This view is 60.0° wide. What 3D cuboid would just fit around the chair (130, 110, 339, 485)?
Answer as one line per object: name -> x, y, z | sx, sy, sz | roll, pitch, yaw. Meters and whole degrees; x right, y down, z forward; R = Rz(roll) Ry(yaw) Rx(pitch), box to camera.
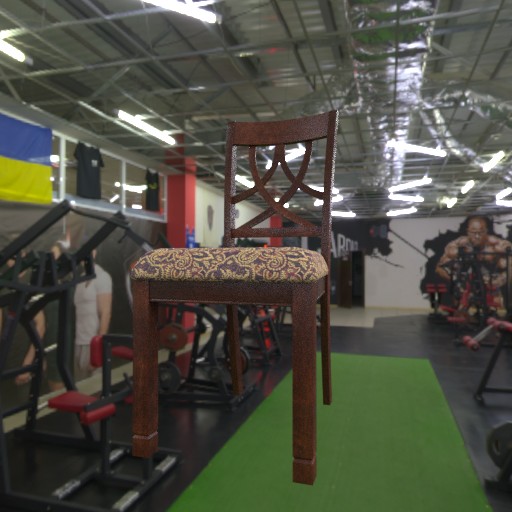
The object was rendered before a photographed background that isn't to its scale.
chair -> 0.000, 0.000, 1.261 | 0.457, 0.965, 0.584 | 0, -1, 19
